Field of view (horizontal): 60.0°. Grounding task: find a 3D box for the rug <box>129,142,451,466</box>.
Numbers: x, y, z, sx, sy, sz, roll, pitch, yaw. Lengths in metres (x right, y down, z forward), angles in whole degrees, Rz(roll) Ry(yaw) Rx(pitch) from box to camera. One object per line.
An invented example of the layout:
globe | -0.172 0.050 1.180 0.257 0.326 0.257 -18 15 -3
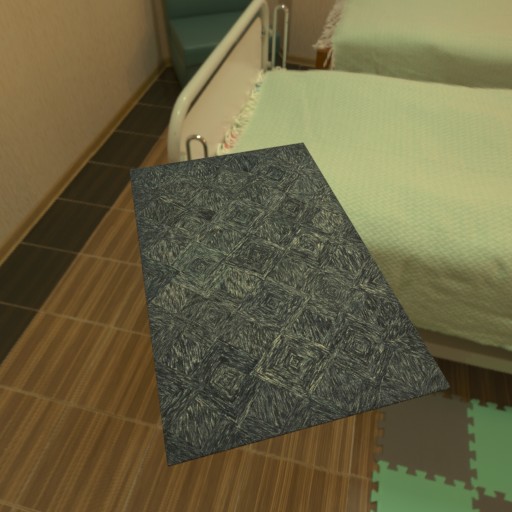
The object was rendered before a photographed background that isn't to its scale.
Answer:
rug | 0.000 0.000 2.936 1.478 0.017 2.330 -11 49 -10
